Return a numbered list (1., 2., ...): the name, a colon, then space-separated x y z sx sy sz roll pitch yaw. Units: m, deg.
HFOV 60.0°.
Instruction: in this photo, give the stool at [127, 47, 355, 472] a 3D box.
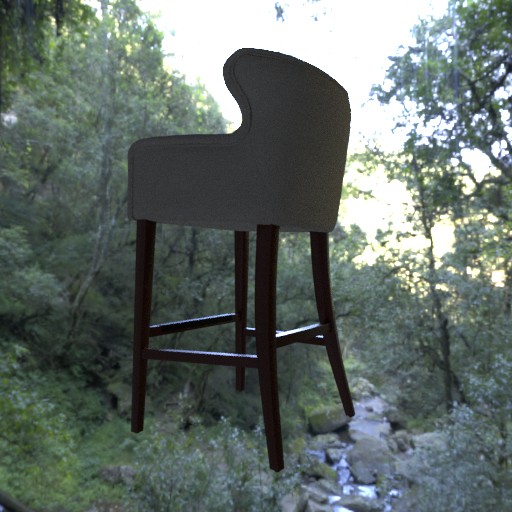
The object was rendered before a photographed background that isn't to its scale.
1. stool: 0.000 0.000 1.373 0.563 1.034 0.556 -1 -1 34
